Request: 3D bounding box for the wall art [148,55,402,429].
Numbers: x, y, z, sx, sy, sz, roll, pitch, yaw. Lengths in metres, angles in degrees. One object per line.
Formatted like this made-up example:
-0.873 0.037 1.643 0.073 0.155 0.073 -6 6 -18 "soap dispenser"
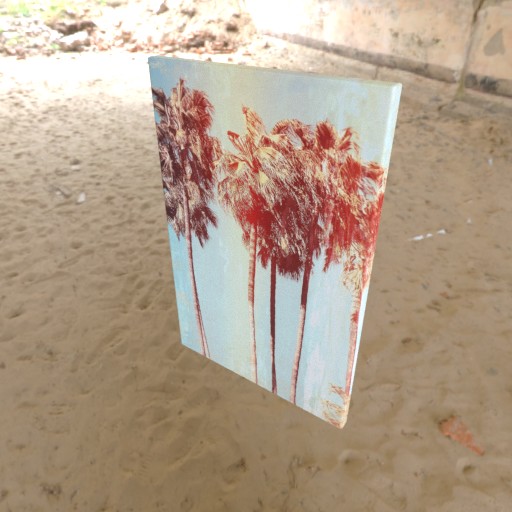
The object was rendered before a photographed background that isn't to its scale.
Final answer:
0.000 0.000 1.156 0.605 0.915 0.037 20 37 29 "wall art"
